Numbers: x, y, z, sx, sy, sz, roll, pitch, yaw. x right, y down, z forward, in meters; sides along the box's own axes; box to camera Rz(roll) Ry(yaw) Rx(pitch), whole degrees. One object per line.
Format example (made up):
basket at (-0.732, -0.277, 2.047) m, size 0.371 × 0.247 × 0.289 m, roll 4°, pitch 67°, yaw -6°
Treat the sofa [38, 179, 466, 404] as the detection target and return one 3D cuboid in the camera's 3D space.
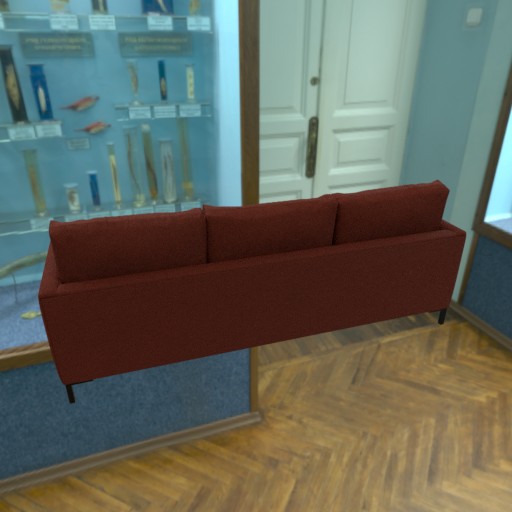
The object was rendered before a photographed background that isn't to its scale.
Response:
sofa at (0.000, 0.000, 2.626) m, size 2.252 × 0.879 × 0.875 m, roll -8°, pitch 27°, yaw -16°
